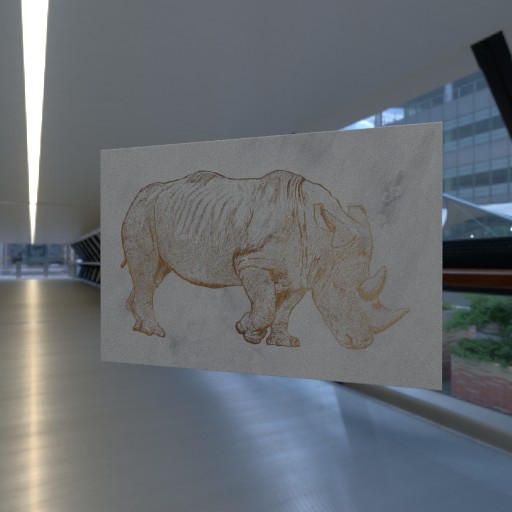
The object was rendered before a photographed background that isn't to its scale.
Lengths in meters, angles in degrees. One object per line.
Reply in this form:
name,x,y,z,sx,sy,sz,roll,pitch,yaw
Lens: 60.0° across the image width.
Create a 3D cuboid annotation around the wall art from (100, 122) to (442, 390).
wall art,0.000,0.000,0.494,0.381,0.254,0.038,0,0,18
